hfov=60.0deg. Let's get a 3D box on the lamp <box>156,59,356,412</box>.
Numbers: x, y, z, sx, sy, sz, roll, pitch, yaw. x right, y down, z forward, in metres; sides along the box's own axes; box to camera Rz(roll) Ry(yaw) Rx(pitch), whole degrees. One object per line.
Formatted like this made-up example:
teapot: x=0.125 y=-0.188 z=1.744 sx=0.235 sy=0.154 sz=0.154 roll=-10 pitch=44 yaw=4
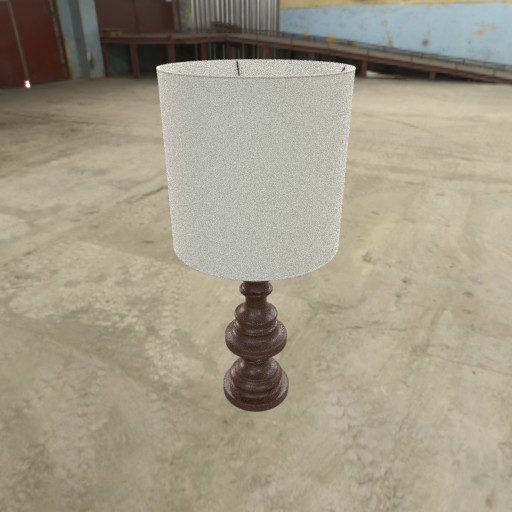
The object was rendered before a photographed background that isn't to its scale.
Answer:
lamp: x=0.000 y=0.000 z=0.577 sx=0.208 sy=0.455 sz=0.208 roll=-17 pitch=32 yaw=-30
